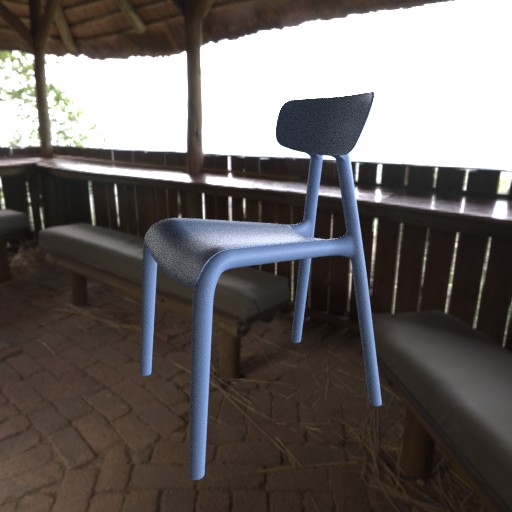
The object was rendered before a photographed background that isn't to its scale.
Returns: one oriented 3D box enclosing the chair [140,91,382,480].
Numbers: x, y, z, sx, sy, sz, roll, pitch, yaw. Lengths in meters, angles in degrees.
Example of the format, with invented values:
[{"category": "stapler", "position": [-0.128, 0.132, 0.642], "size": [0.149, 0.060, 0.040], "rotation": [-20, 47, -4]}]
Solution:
[{"category": "chair", "position": [0.000, 0.000, 0.836], "size": [0.401, 0.580, 0.356], "rotation": [-8, 18, -26]}]
